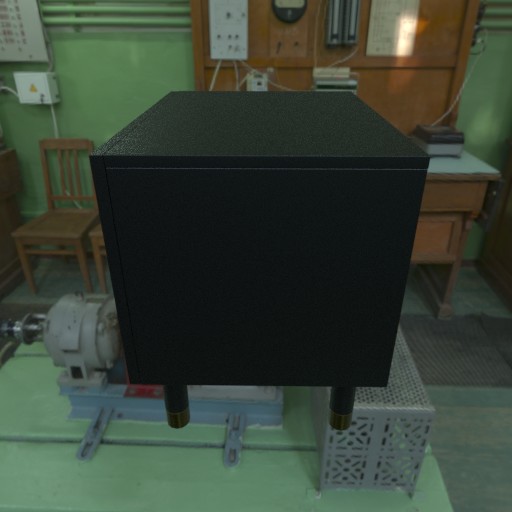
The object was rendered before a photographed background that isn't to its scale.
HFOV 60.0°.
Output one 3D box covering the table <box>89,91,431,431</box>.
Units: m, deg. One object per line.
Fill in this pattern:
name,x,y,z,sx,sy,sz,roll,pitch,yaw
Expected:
table,0.000,0.000,0.938,0.441,0.584,0.564,0,28,1
